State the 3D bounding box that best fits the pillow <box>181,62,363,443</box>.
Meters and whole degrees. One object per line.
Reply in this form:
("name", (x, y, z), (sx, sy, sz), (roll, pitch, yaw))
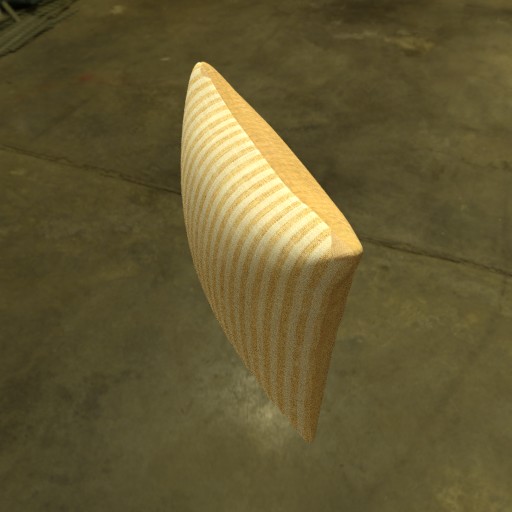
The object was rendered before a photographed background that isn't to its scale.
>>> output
("pillow", (0.000, 0.000, 0.644), (0.173, 0.407, 0.419), (-17, 49, -16))
